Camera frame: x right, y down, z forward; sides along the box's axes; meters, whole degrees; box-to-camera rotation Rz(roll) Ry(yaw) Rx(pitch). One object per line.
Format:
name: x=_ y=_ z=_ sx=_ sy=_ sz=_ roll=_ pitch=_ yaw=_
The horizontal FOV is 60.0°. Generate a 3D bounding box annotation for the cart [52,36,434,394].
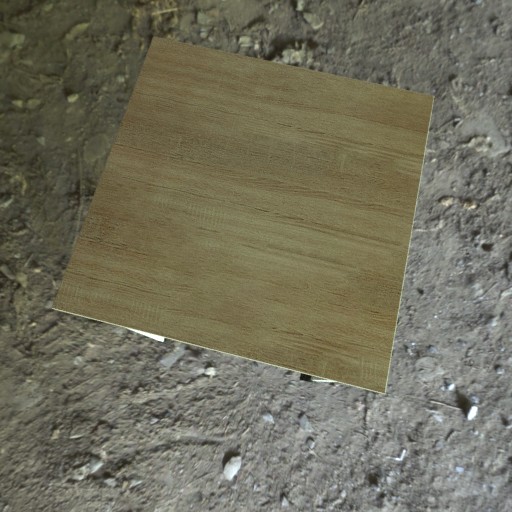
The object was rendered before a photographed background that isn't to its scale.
cart: x=0.000 y=0.000 z=1.101 sx=0.521 sy=0.762 sz=0.520 roll=14 pitch=75 yaw=4
